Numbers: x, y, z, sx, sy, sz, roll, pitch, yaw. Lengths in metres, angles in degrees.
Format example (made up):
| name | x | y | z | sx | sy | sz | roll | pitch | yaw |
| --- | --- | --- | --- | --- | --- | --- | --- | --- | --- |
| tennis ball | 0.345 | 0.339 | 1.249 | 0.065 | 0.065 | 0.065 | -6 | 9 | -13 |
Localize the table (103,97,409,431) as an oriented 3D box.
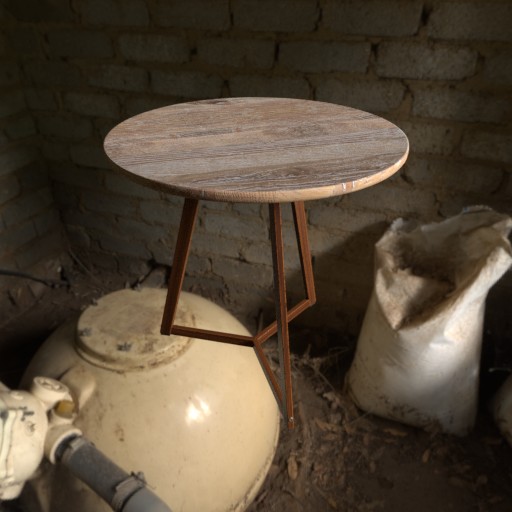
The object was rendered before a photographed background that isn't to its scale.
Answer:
| name | x | y | z | sx | sy | sz | roll | pitch | yaw |
| --- | --- | --- | --- | --- | --- | --- | --- | --- | --- |
| table | 0.000 | 0.000 | 0.885 | 0.500 | 0.500 | 0.500 | 0 | 32 | 0 |
